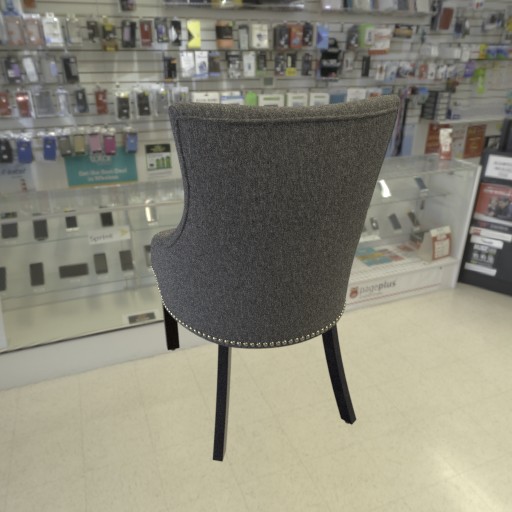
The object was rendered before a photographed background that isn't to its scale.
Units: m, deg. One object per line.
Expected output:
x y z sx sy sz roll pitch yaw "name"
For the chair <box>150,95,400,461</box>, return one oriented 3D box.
0.000 0.000 1.289 0.566 0.909 0.629 -8 26 -17 "chair"
